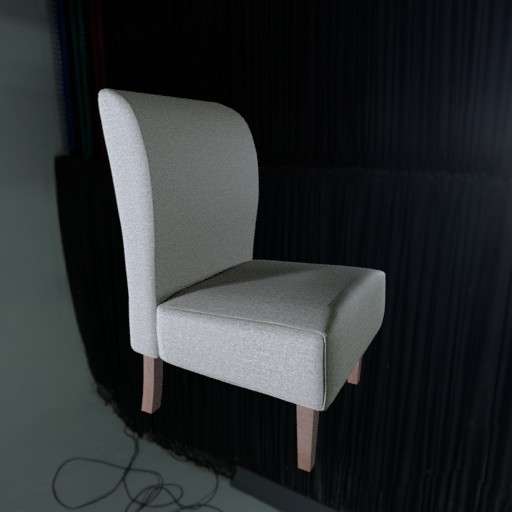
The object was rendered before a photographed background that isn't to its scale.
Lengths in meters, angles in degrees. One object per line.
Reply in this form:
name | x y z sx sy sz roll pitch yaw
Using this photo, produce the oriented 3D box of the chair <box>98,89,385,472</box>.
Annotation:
chair | 0.000 0.000 1.146 0.592 0.804 0.513 7 16 26
